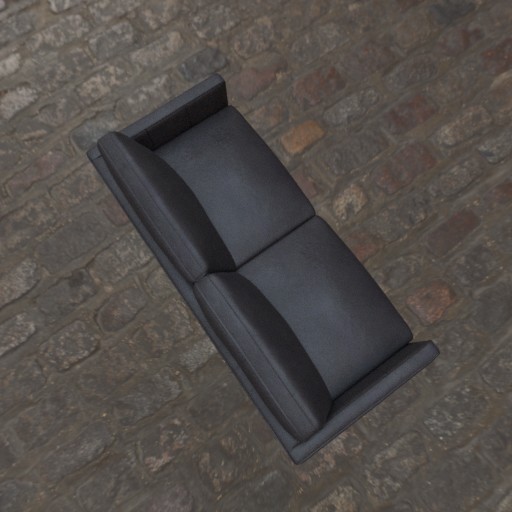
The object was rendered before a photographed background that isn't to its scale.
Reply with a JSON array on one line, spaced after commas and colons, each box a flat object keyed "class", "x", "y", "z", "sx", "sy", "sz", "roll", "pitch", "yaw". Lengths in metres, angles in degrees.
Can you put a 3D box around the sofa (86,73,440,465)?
[{"class": "sofa", "x": 0.000, "y": 0.000, "z": 2.528, "sx": 0.933, "sy": 0.863, "sz": 1.971, "roll": -34, "pitch": 78, "yaw": -8}]
